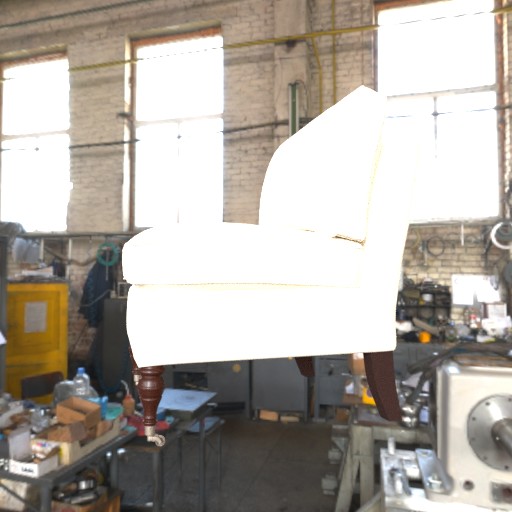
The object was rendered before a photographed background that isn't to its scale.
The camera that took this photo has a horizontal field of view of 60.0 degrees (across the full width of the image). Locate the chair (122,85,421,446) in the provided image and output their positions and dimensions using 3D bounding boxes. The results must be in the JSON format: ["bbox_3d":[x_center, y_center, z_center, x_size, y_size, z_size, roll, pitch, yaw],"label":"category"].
[{"bbox_3d":[0.000,0.000,1.365,0.781,0.887,0.630,1,-2,-18],"label":"chair"}]
